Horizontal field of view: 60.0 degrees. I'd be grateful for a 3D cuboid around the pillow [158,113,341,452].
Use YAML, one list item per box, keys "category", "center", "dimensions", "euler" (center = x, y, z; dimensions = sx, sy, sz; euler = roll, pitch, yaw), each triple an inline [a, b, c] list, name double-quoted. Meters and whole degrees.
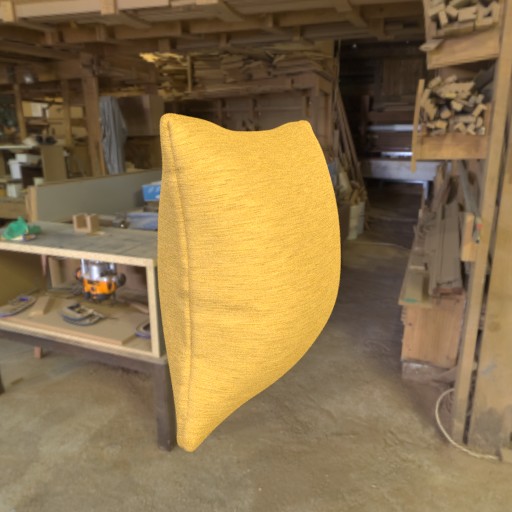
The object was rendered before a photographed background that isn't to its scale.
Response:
- category: "pillow"
  center: [0.000, 0.000, 0.698]
  dimensions: [0.247, 0.417, 0.435]
  euler: [8, 18, 25]
